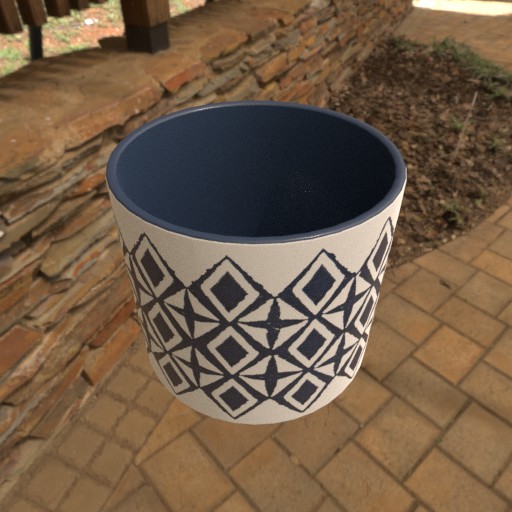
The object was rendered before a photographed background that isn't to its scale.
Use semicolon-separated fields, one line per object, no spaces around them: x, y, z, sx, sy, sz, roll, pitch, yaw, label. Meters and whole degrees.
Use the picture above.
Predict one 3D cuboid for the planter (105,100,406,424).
0.000;0.000;0.401;0.224;0.203;0.224;0;40;0;planter
